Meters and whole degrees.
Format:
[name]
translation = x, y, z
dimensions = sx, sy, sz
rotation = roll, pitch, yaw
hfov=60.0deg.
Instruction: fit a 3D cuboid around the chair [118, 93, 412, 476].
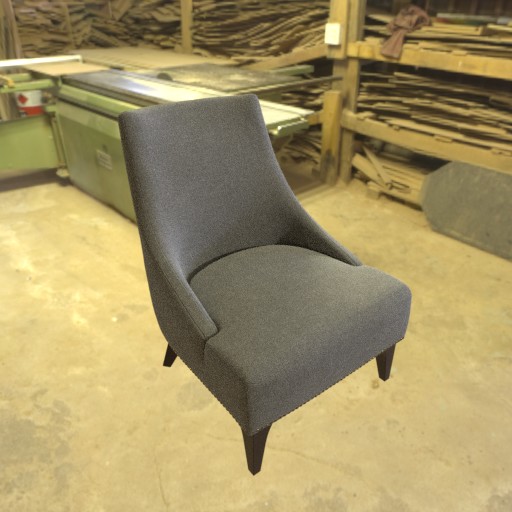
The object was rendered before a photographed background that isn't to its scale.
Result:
[chair]
translation = 0.000, 0.000, 1.510
dimensions = 0.701, 0.909, 0.861
rotation = -21, 36, -32
